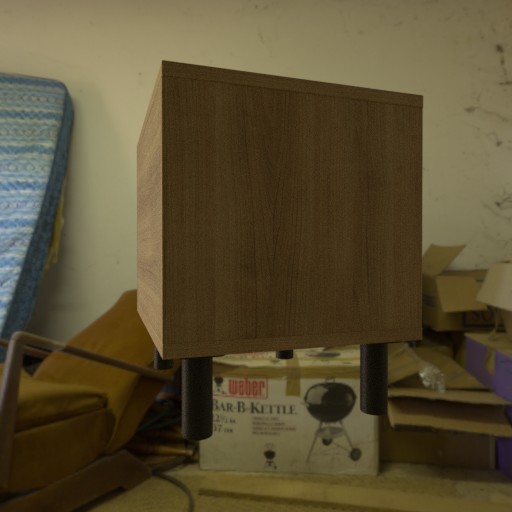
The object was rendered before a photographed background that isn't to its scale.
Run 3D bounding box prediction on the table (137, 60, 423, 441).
[{"bbox_3d":[0.000,0.000,0.786,0.380,0.460,0.445,0,1,-19],"label":"table"}]
